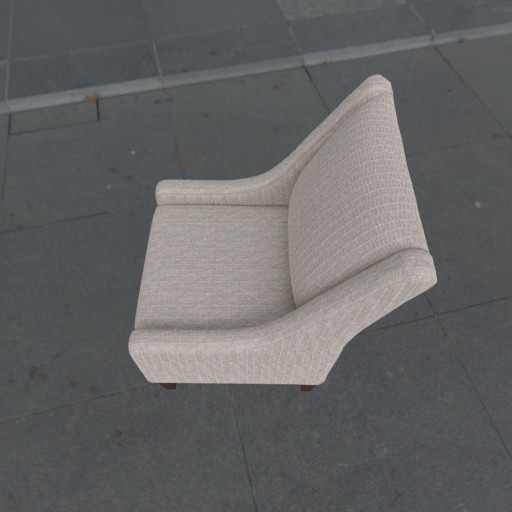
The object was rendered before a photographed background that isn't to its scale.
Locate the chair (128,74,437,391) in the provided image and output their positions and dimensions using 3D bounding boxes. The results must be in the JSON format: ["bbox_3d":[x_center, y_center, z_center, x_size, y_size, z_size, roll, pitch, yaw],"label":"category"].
[{"bbox_3d":[0.000,0.000,1.635,0.870,1.014,0.774,1,57,0],"label":"chair"}]
